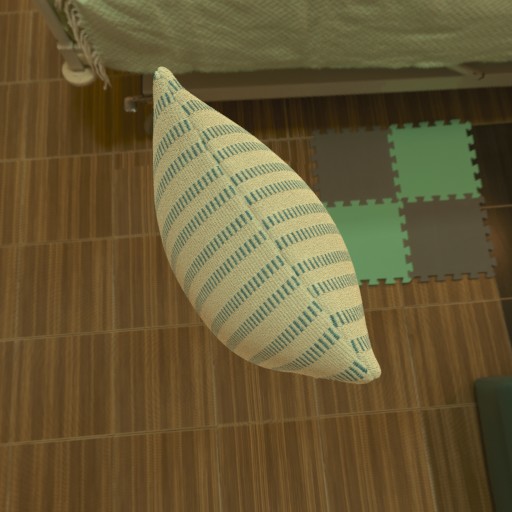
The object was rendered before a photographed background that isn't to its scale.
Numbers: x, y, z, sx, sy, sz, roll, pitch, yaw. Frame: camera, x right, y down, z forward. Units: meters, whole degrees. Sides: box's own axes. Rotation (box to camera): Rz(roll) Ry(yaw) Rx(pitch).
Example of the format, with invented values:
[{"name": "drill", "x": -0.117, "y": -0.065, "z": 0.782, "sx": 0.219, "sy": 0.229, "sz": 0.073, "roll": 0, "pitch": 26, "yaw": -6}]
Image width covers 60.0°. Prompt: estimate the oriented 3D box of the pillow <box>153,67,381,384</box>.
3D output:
[{"name": "pillow", "x": 0.000, "y": 0.000, "z": 0.684, "sx": 0.247, "sy": 0.419, "sz": 0.438, "roll": -33, "pitch": 78, "yaw": -8}]
